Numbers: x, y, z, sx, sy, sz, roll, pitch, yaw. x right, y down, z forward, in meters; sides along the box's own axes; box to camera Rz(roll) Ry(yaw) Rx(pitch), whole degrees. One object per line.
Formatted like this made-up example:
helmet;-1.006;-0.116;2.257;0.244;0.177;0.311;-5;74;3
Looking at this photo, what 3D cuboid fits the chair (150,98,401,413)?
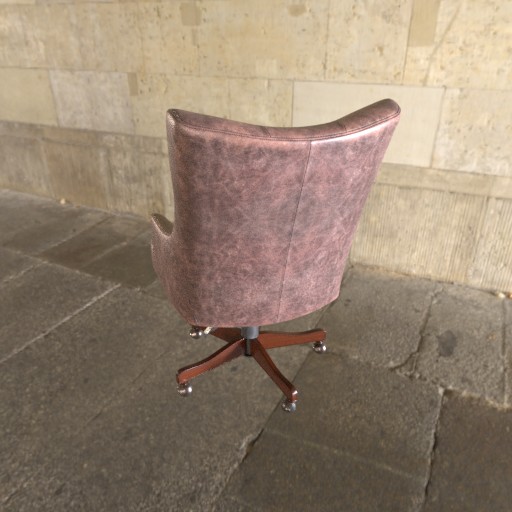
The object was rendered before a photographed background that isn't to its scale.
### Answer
chair;0.000;0.000;1.476;0.641;1.035;0.762;-8;28;-16
